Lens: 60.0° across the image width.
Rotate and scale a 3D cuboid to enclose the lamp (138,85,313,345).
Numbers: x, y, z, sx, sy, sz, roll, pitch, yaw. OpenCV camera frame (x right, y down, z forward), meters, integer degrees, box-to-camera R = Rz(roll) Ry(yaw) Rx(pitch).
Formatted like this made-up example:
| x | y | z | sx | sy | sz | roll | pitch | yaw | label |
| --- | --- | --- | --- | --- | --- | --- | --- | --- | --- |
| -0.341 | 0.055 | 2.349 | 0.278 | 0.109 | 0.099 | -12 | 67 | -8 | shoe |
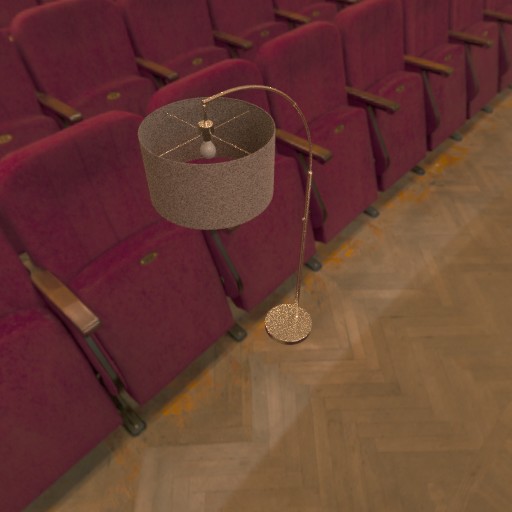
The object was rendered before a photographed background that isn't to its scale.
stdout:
| x | y | z | sx | sy | sz | roll | pitch | yaw | label |
| --- | --- | --- | --- | --- | --- | --- | --- | --- | --- |
| 0.000 | 0.000 | 2.140 | 0.452 | 1.735 | 0.934 | 32 | 53 | 29 | lamp |
